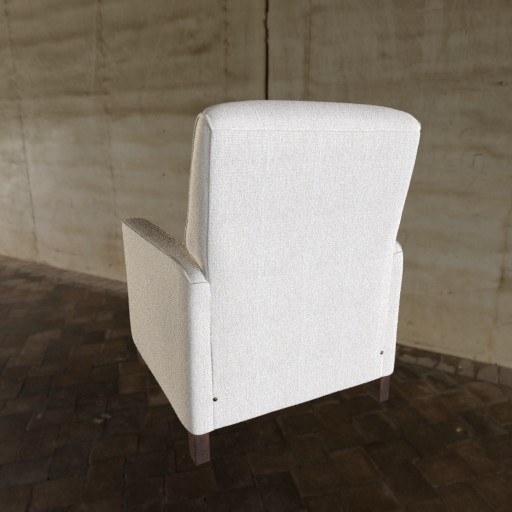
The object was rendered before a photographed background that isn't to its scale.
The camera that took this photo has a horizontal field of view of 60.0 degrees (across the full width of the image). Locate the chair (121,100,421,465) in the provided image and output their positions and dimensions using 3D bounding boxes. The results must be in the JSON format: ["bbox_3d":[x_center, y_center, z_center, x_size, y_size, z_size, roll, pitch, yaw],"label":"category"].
[{"bbox_3d":[0.000,0.000,1.629,0.841,1.028,0.858,-8,17,-27],"label":"chair"}]
